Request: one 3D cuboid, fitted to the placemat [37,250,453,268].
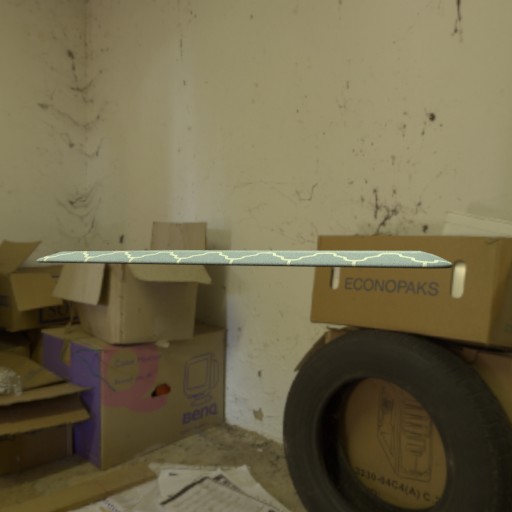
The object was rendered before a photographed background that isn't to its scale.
[{"bbox_3d":[0.000,0.000,0.970,0.762,0.021,0.508,0,1,20],"label":"placemat"}]
